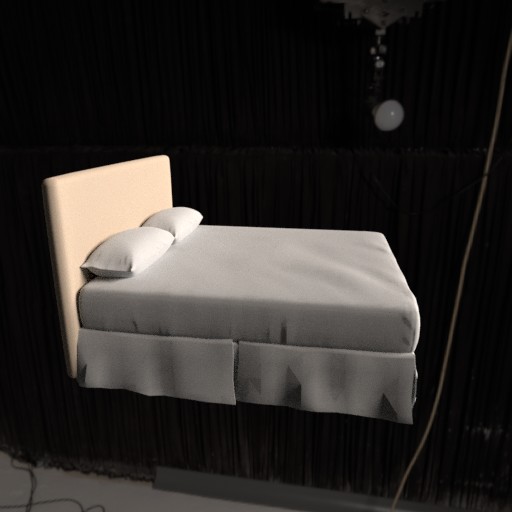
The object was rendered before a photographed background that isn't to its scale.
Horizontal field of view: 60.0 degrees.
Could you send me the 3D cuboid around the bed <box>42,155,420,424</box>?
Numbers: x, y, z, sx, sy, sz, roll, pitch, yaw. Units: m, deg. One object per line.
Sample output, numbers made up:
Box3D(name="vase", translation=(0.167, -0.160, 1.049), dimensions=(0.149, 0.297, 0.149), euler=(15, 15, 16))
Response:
Box3D(name="bed", translation=(0.000, 0.000, 3.294), dimensions=(2.142, 1.330, 1.884), euler=(3, 17, 9))
